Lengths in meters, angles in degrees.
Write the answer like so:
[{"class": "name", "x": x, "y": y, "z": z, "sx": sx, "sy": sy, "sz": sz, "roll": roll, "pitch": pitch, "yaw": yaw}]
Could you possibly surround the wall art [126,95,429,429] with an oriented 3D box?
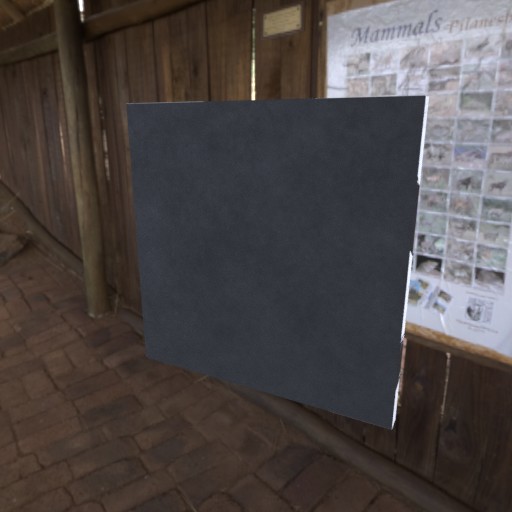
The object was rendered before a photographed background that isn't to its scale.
[{"class": "wall art", "x": 0.000, "y": 0.000, "z": 1.154, "sx": 0.765, "sy": 0.765, "sz": 0.046, "roll": 8, "pitch": 18, "yaw": 26}]
